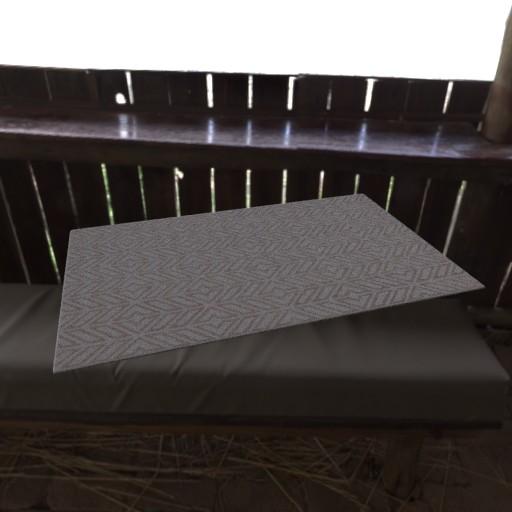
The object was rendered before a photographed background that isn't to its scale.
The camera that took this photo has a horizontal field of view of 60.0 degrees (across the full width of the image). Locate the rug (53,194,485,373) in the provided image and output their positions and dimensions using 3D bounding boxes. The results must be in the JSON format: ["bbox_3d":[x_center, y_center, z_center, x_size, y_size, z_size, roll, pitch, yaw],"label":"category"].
[{"bbox_3d":[0.000,0.000,2.993,2.438,0.008,1.523,-9,32,-14],"label":"rug"}]
